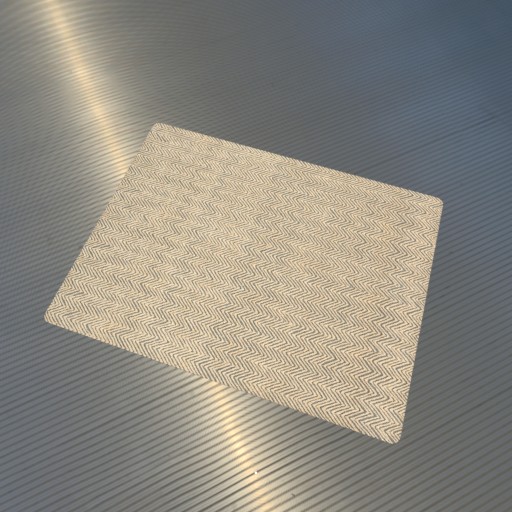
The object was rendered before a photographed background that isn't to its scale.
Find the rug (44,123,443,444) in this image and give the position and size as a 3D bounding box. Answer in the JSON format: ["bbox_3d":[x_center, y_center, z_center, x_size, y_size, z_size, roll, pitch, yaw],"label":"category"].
[{"bbox_3d":[0.000,0.000,4.229,3.207,0.014,2.439,17,65,8],"label":"rug"}]
